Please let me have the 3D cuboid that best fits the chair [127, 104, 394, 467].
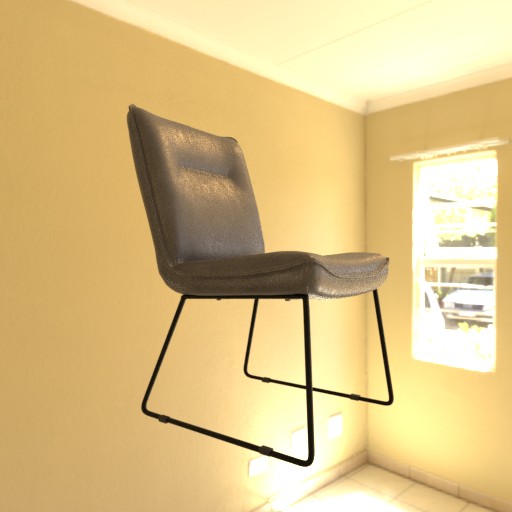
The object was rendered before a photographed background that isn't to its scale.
[{"bbox_3d":[0.000,0.000,1.362,0.688,0.932,0.515,0,0,37],"label":"chair"}]
